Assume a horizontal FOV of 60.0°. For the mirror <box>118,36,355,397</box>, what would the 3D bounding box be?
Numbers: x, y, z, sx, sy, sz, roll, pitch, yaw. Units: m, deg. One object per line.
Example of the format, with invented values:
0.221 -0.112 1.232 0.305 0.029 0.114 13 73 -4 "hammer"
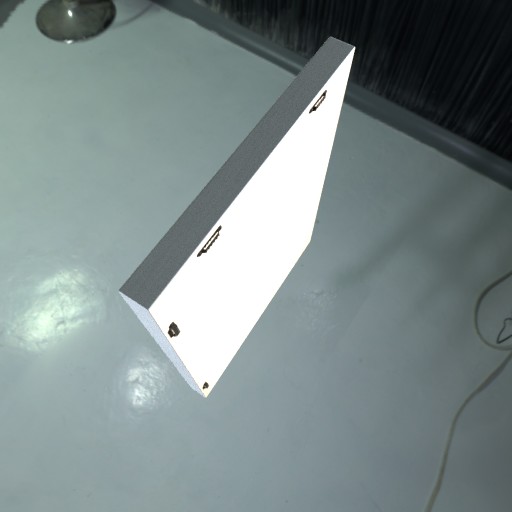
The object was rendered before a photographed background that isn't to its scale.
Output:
0.000 0.000 0.703 0.041 0.509 0.406 30 68 14 "mirror"
